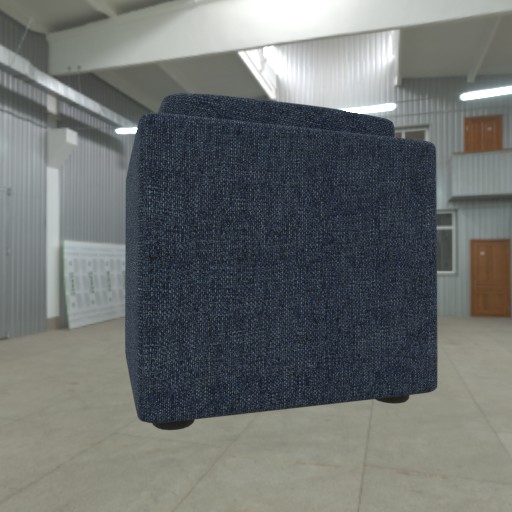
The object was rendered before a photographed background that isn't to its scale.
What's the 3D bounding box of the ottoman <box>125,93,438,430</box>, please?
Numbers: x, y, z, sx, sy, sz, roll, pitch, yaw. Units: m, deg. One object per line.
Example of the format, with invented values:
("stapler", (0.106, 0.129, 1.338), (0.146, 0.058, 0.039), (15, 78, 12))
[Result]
("ottoman", (0.000, 0.000, 0.819), (0.450, 0.460, 0.450), (0, -1, -18))
